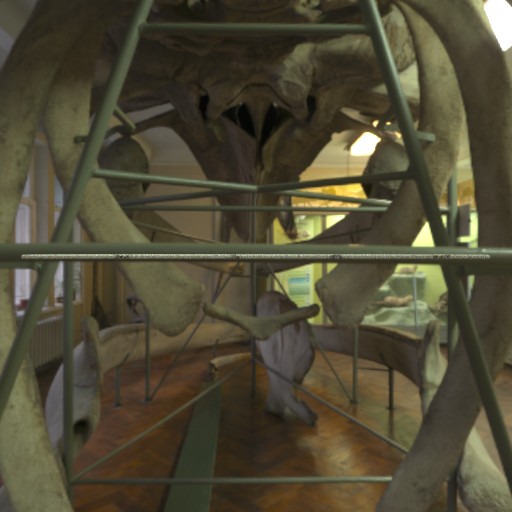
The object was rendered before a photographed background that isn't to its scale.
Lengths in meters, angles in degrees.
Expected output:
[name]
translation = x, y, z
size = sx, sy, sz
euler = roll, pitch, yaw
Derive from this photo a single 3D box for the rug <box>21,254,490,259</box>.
[rug]
translation = 0.000, 0.000, 4.073
size = 3.047, 0.029, 2.438
euler = 0, 0, 0
